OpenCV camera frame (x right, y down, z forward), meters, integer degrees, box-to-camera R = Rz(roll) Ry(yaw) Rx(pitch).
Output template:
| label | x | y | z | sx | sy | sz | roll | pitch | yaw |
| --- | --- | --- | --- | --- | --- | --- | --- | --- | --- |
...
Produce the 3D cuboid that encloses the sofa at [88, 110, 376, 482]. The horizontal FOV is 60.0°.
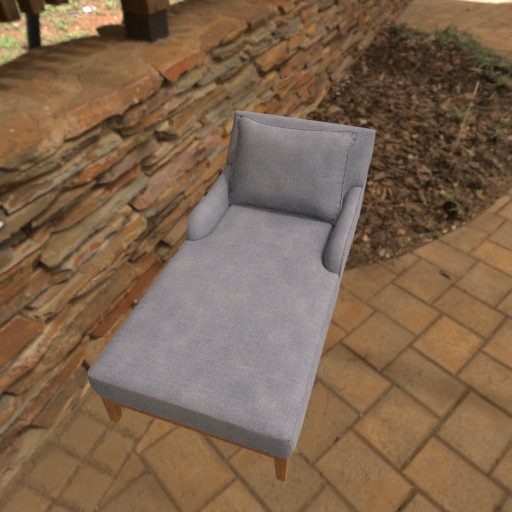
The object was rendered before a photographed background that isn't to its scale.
| label | x | y | z | sx | sy | sz | roll | pitch | yaw |
| --- | --- | --- | --- | --- | --- | --- | --- | --- | --- |
| sofa | 0.000 | 0.000 | 2.309 | 0.904 | 0.883 | 1.779 | 13 | 42 | 14 |
